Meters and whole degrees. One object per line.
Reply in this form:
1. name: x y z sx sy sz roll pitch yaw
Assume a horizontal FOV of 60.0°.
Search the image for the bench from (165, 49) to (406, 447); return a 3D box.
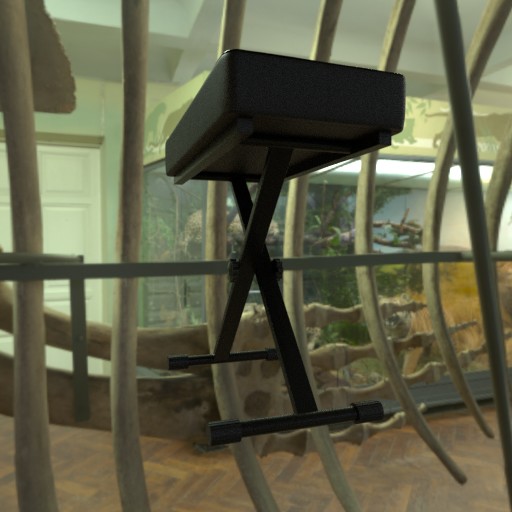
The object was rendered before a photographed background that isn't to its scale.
1. bench: 0.000 0.000 0.912 0.300 0.561 0.600 -1 2 -19
